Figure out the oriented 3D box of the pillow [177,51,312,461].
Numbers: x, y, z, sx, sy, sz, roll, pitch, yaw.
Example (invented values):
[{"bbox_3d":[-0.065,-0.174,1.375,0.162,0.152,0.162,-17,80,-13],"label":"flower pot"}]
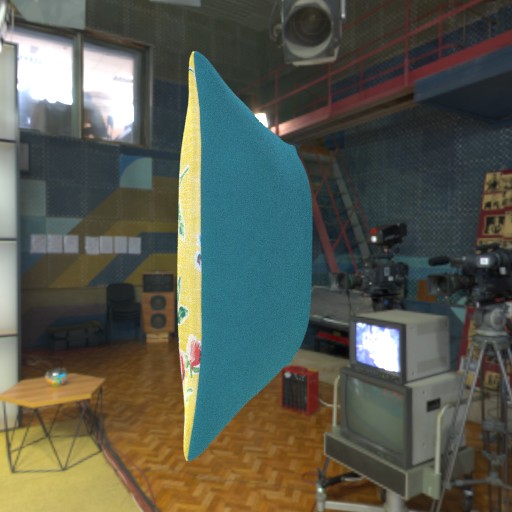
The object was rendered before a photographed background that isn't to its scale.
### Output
[{"bbox_3d":[0.000,0.000,0.793,0.166,0.508,0.525,0,1,18],"label":"pillow"}]
